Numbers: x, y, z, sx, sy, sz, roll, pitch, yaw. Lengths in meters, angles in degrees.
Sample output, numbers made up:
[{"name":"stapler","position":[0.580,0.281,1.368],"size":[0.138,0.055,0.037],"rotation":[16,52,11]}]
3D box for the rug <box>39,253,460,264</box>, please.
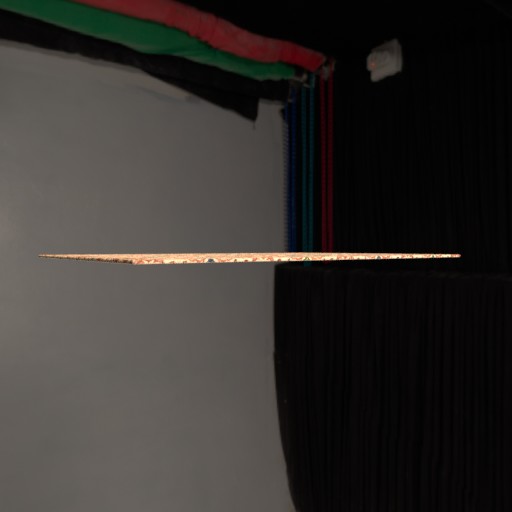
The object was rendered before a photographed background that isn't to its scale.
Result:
[{"name":"rug","position":[0.000,0.000,2.897],"size":[2.297,0.018,1.541],"rotation":[-1,1,-38]}]
